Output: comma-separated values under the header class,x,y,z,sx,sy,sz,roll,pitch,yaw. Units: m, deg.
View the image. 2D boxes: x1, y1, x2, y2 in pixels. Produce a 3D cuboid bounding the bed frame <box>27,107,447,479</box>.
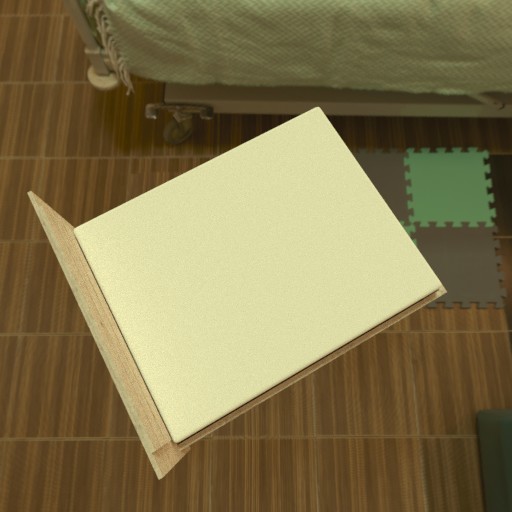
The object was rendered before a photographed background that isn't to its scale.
class,x,y,z,sx,sy,sz,roll,pitch,yaw
bed frame,0.000,0.000,2.970,2.080,0.970,1.750,-28,76,-8
